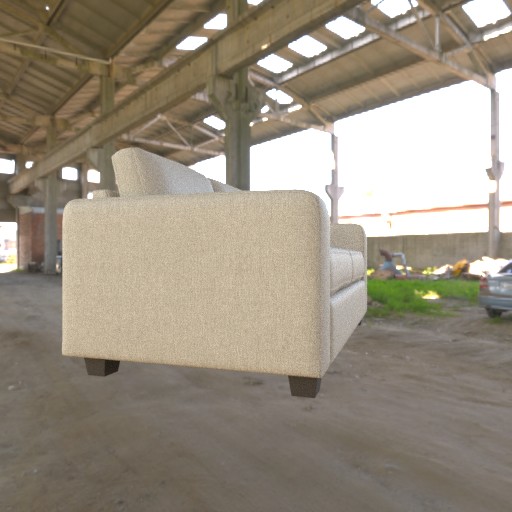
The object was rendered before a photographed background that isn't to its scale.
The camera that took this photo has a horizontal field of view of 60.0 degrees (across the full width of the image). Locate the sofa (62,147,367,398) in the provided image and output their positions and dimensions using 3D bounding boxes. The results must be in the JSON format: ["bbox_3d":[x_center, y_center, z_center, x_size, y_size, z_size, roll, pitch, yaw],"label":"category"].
[{"bbox_3d":[0.000,0.000,2.067,0.900,0.800,1.540,0,0,18],"label":"sofa"}]
